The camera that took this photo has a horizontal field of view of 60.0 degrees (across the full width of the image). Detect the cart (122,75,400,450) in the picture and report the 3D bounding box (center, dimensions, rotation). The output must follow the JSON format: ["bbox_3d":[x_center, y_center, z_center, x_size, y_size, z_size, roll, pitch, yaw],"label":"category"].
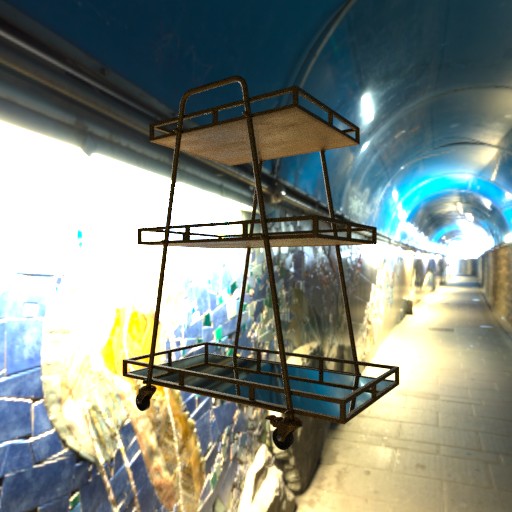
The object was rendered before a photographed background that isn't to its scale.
[{"bbox_3d":[0.000,0.000,1.291,0.711,0.883,0.441,-1,-2,35],"label":"cart"}]
